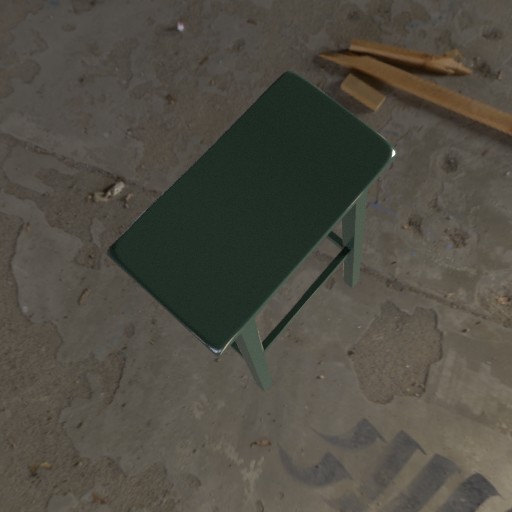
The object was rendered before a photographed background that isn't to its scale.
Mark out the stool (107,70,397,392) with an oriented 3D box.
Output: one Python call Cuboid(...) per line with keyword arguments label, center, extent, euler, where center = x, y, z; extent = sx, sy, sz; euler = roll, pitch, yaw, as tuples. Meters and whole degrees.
Cuboid(label="stool", center=(0.000, 0.000, 1.062), extent=(0.476, 0.737, 0.457), euler=(41, 79, 10))
